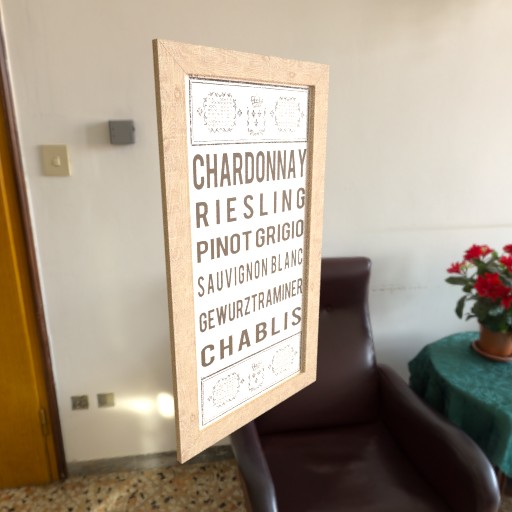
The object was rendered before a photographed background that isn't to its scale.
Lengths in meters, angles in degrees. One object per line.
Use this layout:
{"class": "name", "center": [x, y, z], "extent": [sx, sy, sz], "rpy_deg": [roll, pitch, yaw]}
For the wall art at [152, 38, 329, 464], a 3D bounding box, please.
{"class": "wall art", "center": [0.000, 0.000, 0.817], "extent": [0.381, 0.683, 0.013], "rpy_deg": [-16, 22, -42]}
